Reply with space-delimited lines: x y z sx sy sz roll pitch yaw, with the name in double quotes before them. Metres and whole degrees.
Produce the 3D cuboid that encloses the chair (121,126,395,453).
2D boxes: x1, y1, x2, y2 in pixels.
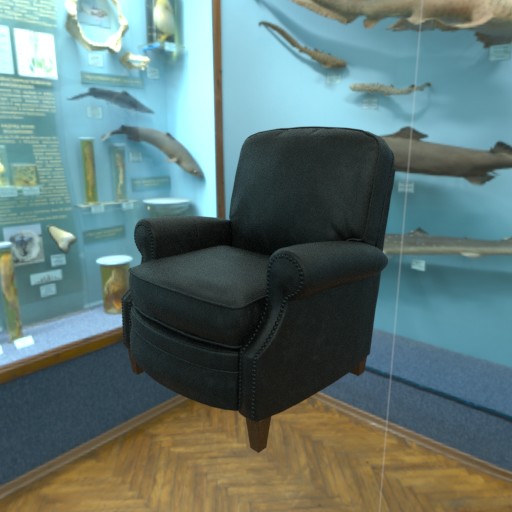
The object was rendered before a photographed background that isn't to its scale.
"chair" 0.000 0.000 1.789 0.936 1.018 0.986 13 20 42
